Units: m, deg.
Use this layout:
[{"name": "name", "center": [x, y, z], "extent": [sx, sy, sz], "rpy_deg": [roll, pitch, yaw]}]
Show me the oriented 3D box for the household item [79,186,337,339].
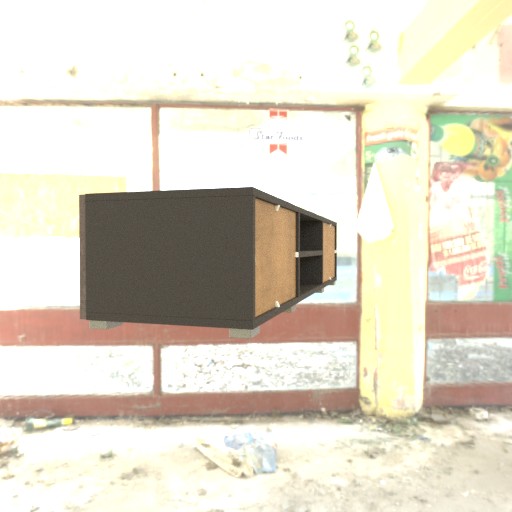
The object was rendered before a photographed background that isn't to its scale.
[{"name": "household item", "center": [0.000, 0.000, 1.627], "extent": [0.420, 0.310, 1.400], "rpy_deg": [0, 1, 17]}]
